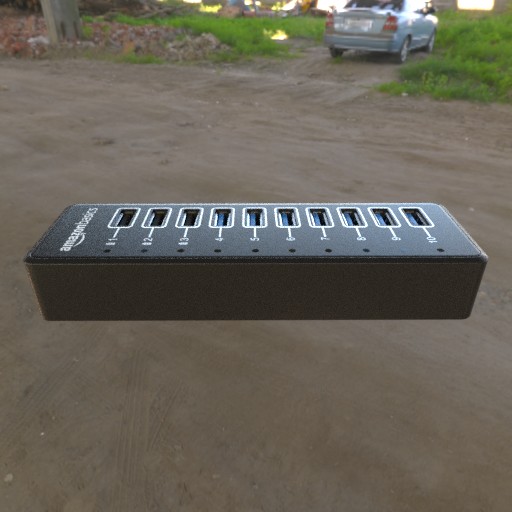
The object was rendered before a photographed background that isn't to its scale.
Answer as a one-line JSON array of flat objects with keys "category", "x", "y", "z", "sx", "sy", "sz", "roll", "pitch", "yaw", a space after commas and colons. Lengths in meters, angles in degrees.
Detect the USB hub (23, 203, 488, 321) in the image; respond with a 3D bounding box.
[{"category": "USB hub", "x": 0.000, "y": 0.000, "z": 0.159, "sx": 0.145, "sy": 0.023, "sz": 0.044, "roll": 0, "pitch": 31, "yaw": 0}]
